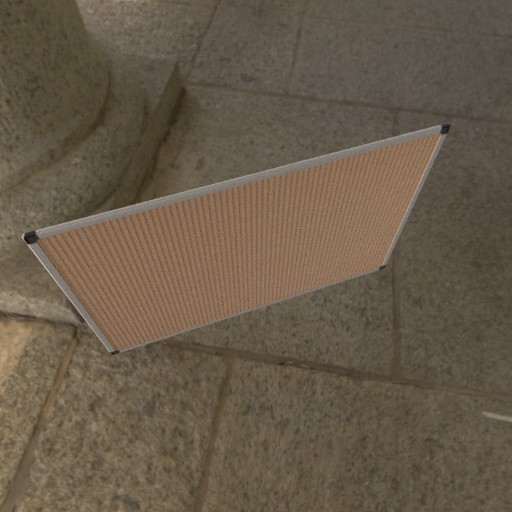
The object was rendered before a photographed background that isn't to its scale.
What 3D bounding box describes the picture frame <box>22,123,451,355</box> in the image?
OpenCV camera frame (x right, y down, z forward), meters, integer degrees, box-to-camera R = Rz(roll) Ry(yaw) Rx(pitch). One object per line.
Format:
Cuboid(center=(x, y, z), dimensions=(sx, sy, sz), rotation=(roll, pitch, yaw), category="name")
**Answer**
Cuboid(center=(0.000, 0.000, 1.133), dimensions=(0.900, 0.600, 0.010), rotation=(-17, 59, -10), category="picture frame")
